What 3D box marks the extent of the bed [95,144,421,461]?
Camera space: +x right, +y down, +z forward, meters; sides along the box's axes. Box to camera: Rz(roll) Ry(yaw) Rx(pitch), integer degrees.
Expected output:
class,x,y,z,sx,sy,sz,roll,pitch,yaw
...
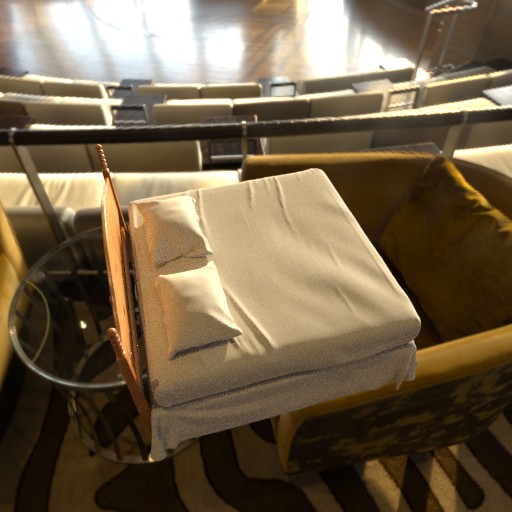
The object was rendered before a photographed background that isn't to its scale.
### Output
class,x,y,z,sx,sy,sz,roll,pitch,yaw
bed,0.000,0.000,3.671,2.219,1.355,2.322,-12,48,-11
